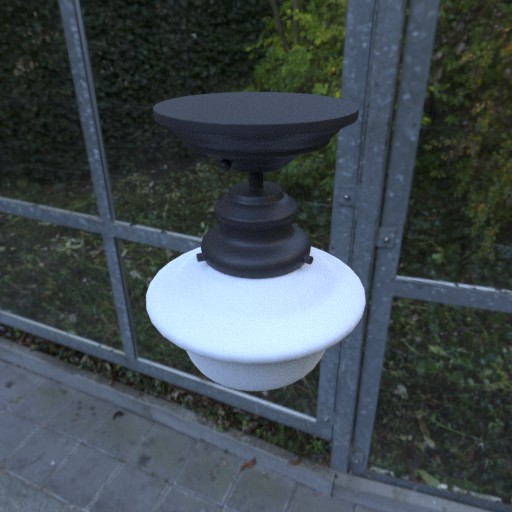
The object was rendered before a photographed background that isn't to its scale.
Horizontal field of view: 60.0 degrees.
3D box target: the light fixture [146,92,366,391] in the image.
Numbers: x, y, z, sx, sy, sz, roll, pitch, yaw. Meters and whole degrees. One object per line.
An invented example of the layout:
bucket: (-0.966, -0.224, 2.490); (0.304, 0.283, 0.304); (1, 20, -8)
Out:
light fixture: (0.000, 0.000, 0.389); (0.197, 0.254, 0.197); (0, 27, 0)
